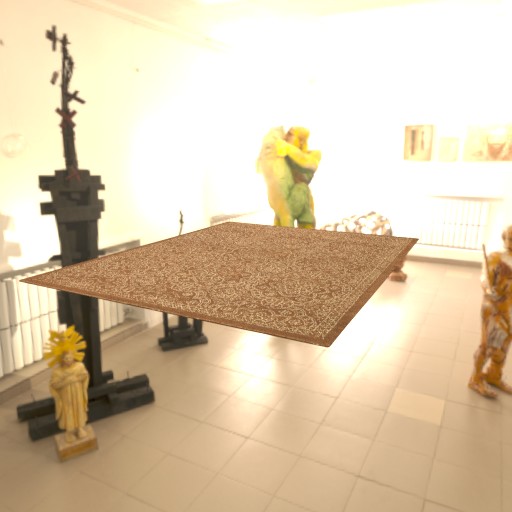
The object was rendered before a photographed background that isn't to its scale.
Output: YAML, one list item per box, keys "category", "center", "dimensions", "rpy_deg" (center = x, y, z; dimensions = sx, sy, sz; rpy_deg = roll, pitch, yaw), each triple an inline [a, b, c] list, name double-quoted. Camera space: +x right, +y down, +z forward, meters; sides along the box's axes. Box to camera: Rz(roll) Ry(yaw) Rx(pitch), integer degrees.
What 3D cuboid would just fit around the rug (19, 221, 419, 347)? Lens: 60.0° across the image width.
- category: "rug"
  center: [0.000, 0.000, 4.094]
  dimensions: [2.441, 0.015, 3.050]
  rpy_deg: [7, 16, 27]
